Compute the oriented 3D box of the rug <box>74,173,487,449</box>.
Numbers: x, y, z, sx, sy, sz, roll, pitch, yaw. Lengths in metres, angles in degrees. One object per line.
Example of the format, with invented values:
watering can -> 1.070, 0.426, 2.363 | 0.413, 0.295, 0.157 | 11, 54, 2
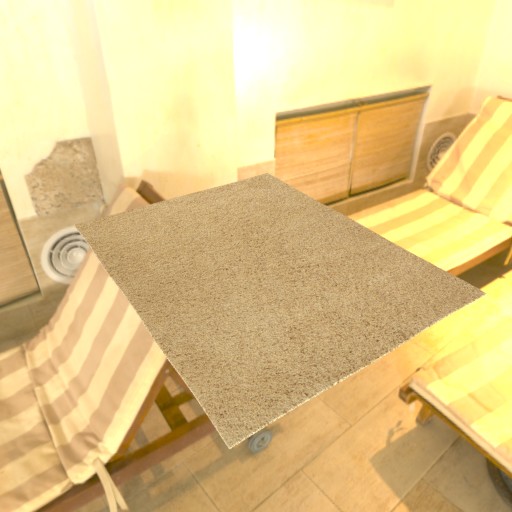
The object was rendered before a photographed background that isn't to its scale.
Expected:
rug -> 0.000, 0.000, 4.002 | 2.400, 0.025, 3.000 | -20, 38, -28
